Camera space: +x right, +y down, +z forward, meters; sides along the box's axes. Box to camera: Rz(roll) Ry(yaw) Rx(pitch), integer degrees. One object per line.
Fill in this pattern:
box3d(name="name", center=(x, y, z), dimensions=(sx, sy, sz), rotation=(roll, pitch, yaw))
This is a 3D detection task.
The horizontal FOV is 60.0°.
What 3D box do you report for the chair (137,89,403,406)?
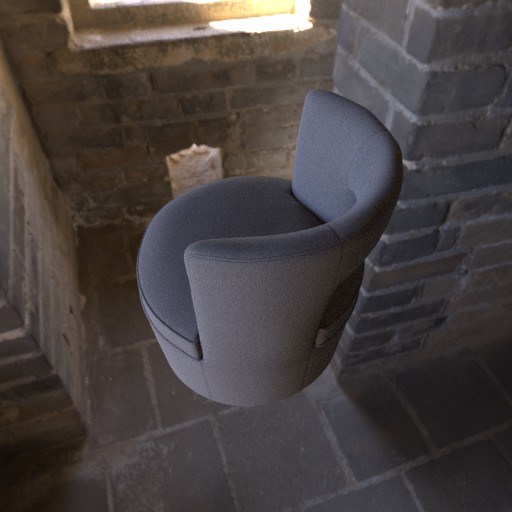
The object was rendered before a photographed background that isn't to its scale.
box3d(name="chair", center=(0.000, 0.000, 1.262), dimensions=(0.660, 0.719, 0.689), rotation=(18, 49, 16))
